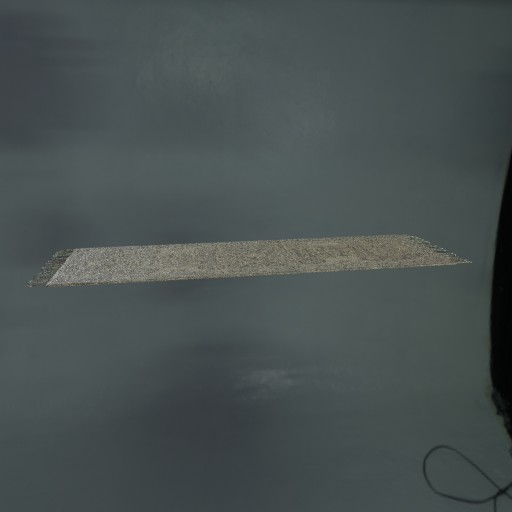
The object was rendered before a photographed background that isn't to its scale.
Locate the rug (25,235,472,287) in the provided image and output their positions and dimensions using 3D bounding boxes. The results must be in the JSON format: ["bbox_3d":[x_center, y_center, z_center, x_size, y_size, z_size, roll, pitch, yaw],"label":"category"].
[{"bbox_3d":[0.000,0.000,2.952,2.664,0.011,0.762,-3,17,-9],"label":"rug"}]
